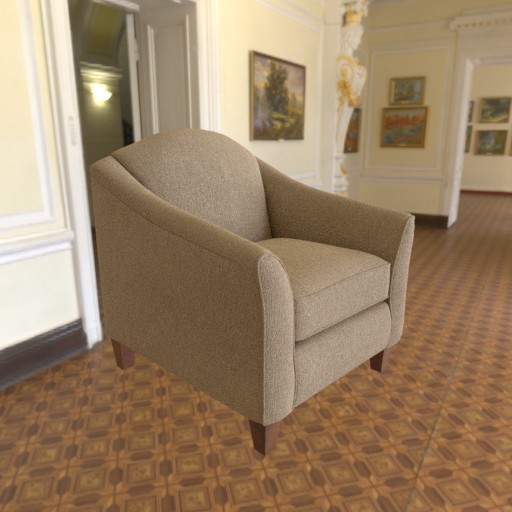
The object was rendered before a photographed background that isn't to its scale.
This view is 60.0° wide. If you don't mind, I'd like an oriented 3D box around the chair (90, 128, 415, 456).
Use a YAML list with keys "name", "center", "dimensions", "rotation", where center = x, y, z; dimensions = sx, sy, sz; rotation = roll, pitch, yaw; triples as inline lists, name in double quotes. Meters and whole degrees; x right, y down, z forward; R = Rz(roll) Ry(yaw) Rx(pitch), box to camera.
- name: "chair"
  center: [0.000, 0.000, 1.496]
  dimensions: [0.787, 0.839, 0.763]
  rotation: [14, 20, 42]
